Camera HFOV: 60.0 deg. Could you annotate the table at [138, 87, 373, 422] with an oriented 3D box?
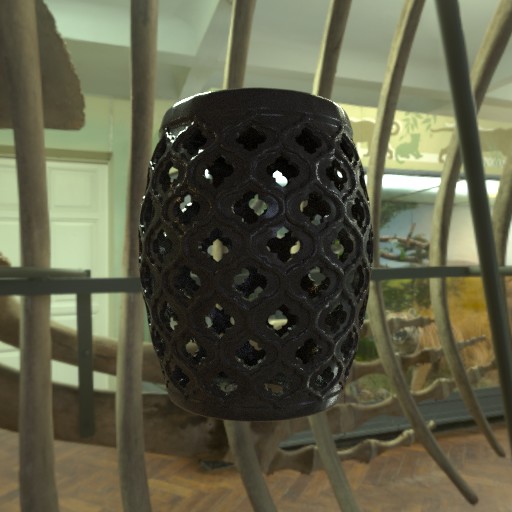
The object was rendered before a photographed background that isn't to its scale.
[{"bbox_3d":[0.000,0.000,0.633,0.325,0.388,0.325,0,0,0],"label":"table"}]
